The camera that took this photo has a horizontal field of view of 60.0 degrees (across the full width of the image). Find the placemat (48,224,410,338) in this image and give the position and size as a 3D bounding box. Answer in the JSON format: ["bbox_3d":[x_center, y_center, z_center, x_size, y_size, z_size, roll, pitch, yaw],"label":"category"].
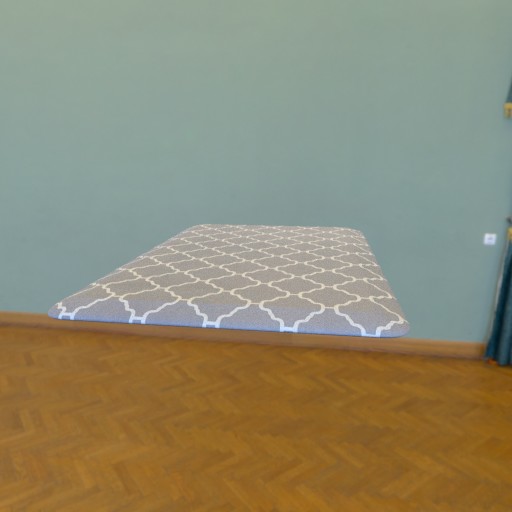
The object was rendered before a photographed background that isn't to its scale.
[{"bbox_3d":[0.000,0.000,0.946,0.508,0.021,0.762,2,13,8],"label":"placemat"}]
